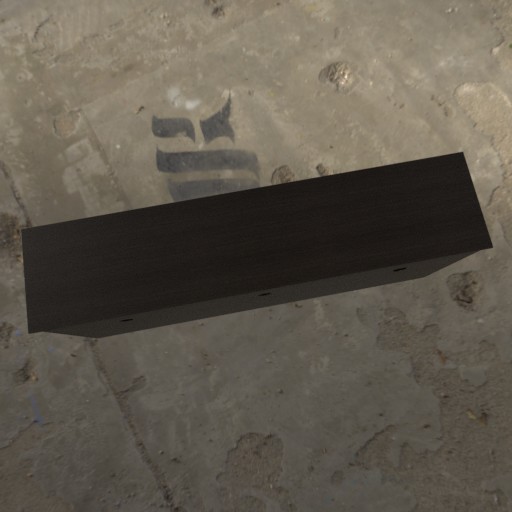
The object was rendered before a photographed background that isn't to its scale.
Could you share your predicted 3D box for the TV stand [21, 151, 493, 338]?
[{"bbox_3d":[0.000,0.000,2.006,1.778,0.610,0.406,-10,77,-2],"label":"TV stand"}]
